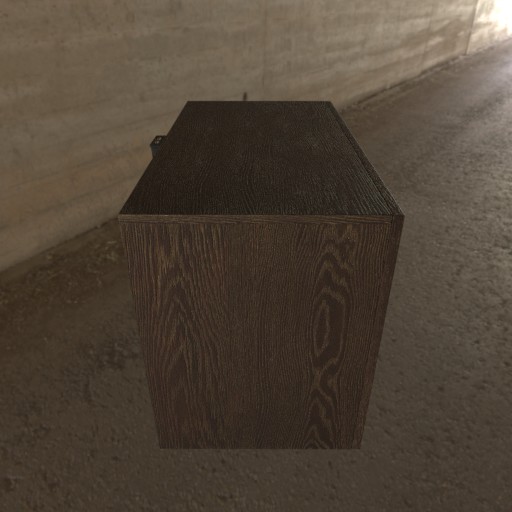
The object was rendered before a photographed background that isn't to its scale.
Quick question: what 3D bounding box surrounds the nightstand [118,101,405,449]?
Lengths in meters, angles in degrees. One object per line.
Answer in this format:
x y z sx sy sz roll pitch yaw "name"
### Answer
0.000 0.000 1.147 0.457 0.612 0.775 0 31 0 "nightstand"
